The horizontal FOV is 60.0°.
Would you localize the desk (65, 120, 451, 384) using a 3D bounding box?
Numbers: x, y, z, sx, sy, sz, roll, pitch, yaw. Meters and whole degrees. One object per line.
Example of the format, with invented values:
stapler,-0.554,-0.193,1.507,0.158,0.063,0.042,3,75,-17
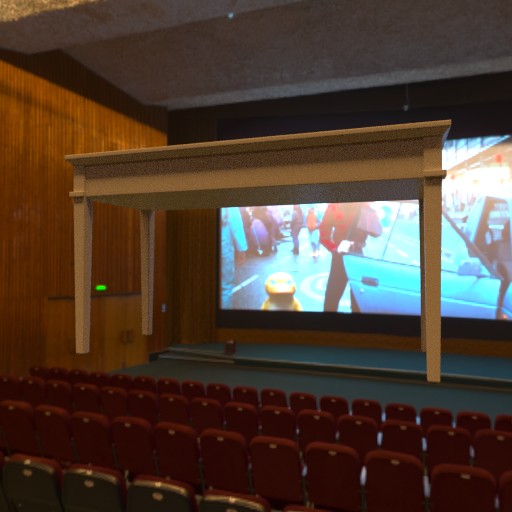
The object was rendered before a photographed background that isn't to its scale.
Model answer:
desk,0.000,0.000,1.755,1.372,0.774,0.559,0,-1,18
